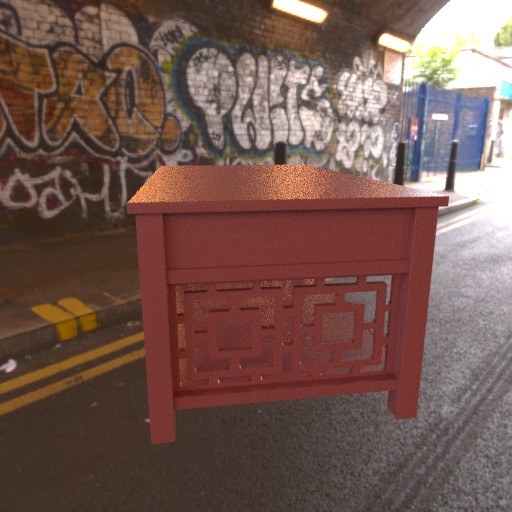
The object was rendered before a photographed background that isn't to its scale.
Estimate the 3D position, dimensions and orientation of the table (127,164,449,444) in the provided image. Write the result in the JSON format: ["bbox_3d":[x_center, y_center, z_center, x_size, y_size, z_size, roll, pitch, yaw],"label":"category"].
[{"bbox_3d":[0.000,0.000,1.378,0.612,0.493,1.068,-2,15,-8],"label":"table"}]
